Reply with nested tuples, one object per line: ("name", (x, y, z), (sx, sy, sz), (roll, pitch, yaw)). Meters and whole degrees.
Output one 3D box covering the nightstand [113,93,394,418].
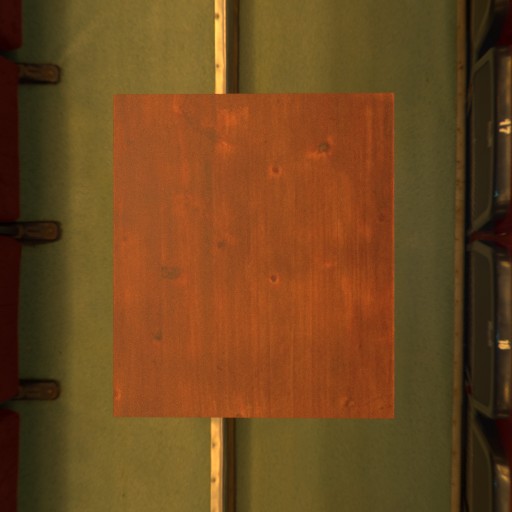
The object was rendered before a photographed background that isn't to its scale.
("nightstand", (0.000, 0.000, 0.980), (0.410, 0.695, 0.465), (0, 90, 1))
